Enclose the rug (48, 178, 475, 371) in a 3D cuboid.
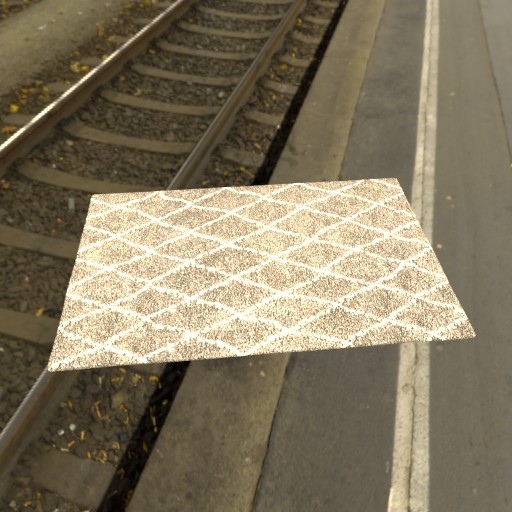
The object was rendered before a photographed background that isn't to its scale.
[{"bbox_3d":[0.000,0.000,3.024,2.438,0.030,1.524,-4,47,-4],"label":"rug"}]
